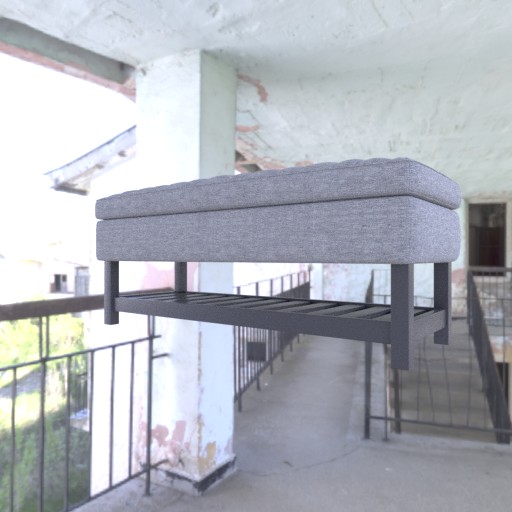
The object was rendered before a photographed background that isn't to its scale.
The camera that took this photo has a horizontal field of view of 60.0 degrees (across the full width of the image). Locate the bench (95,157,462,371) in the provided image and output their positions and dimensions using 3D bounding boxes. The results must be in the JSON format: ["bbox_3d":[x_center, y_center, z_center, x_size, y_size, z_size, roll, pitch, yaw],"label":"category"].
[{"bbox_3d":[0.000,0.000,1.357,1.100,0.470,0.429,0,0,37],"label":"bench"}]
